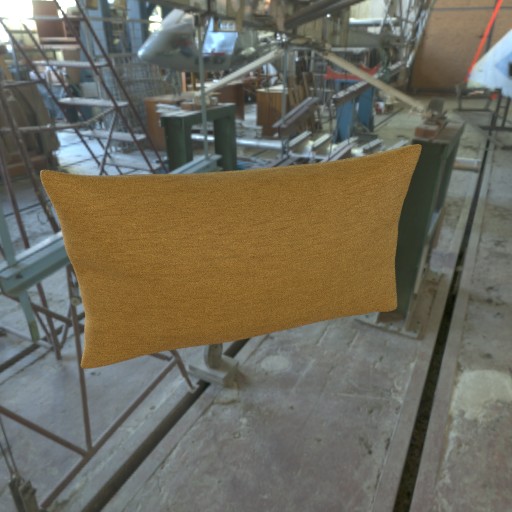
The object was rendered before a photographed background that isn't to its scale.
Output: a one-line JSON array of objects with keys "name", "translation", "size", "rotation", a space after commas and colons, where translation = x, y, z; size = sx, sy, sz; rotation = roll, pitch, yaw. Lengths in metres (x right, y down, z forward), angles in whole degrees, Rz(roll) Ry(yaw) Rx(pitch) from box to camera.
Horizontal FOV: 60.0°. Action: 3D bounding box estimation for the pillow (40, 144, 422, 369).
[{"name": "pillow", "translation": [0.000, 0.000, 0.775], "size": [0.634, 0.354, 0.210], "rotation": [-8, 27, -16]}]
